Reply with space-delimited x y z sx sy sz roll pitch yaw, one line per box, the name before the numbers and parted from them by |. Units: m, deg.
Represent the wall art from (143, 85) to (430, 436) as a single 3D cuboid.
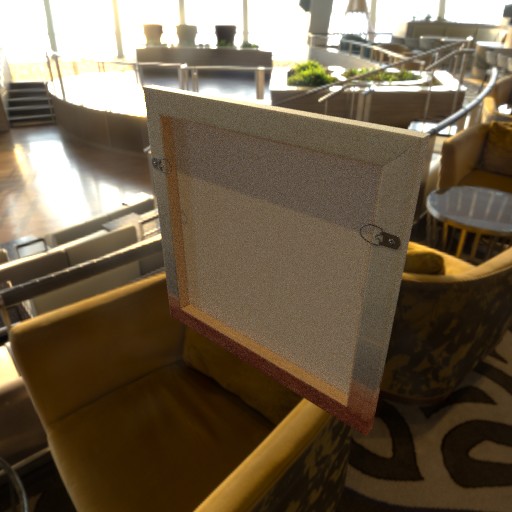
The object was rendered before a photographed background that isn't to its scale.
wall art | 0.000 0.000 0.921 0.605 0.605 0.034 23 37 34
